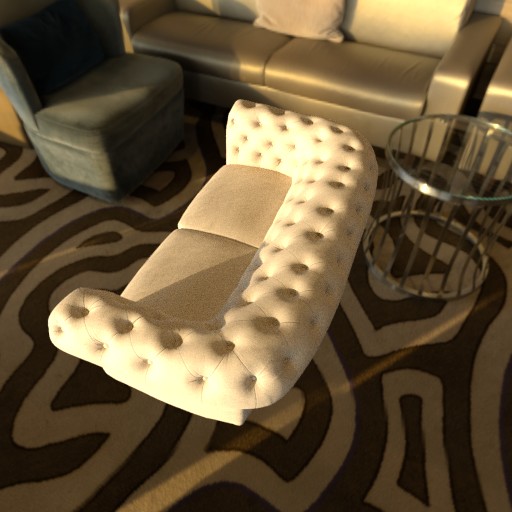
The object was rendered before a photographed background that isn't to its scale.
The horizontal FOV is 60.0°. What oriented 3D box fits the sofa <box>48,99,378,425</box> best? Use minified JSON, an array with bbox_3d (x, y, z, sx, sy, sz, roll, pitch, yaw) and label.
[{"bbox_3d":[0.000,0.000,2.487,1.069,0.835,1.988,16,49,15],"label":"sofa"}]
